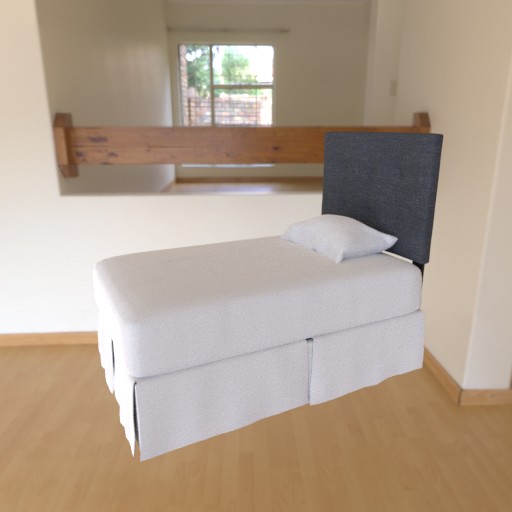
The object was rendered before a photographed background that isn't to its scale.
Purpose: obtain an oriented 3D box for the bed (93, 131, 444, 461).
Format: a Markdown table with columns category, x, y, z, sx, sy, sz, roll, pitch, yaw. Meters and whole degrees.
| category | x | y | z | sx | sy | sz | roll | pitch | yaw |
| --- | --- | --- | --- | --- | --- | --- | --- | --- | --- |
| bed | 0.000 | 0.000 | 2.935 | 1.997 | 1.571 | 1.261 | -8 | 18 | -26 |
